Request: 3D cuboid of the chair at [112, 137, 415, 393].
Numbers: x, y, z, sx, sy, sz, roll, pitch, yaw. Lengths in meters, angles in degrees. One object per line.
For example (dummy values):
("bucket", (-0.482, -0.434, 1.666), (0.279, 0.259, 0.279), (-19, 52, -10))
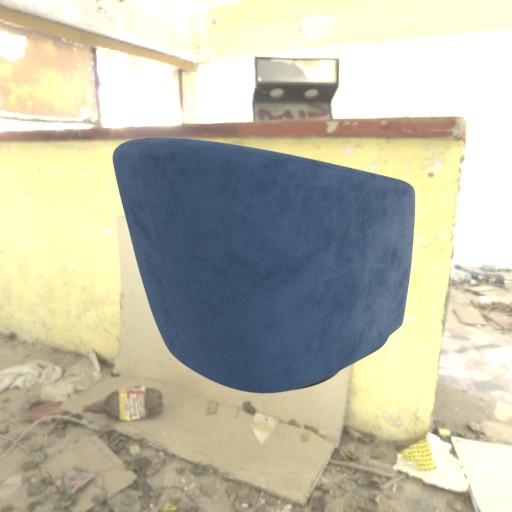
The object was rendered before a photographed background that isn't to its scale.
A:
("chair", (0.000, 0.000, 1.371), (0.767, 0.698, 0.773), (-13, 19, -43))
